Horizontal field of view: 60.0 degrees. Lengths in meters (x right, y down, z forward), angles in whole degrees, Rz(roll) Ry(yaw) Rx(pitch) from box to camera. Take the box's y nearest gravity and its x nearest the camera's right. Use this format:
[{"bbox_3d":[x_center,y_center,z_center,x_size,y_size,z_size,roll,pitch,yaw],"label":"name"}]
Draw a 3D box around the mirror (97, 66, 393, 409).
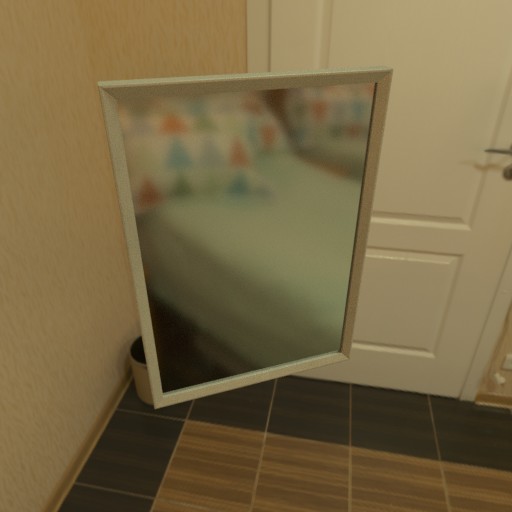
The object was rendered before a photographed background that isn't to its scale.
[{"bbox_3d":[0.000,0.000,0.925,0.507,0.710,0.039,-10,33,-16],"label":"mirror"}]
